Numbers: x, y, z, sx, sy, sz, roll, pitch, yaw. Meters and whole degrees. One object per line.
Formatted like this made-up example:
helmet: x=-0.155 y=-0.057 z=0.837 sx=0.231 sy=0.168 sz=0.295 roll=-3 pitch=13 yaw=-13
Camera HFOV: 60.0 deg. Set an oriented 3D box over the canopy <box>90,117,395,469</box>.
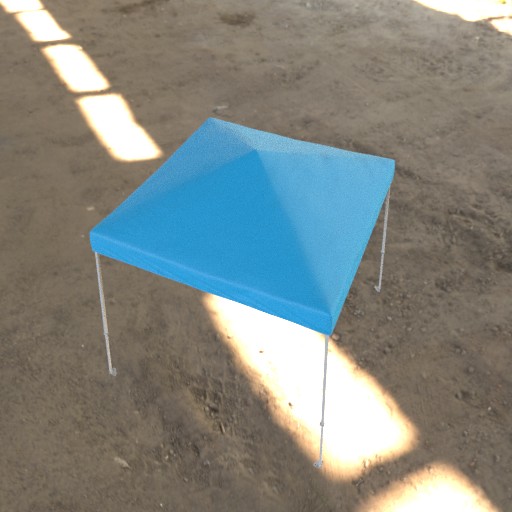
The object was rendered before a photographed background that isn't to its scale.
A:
canopy: x=0.000 y=0.000 z=6.531 sx=3.599 sy=3.600 sz=3.600 roll=18 pitch=48 yaw=17
